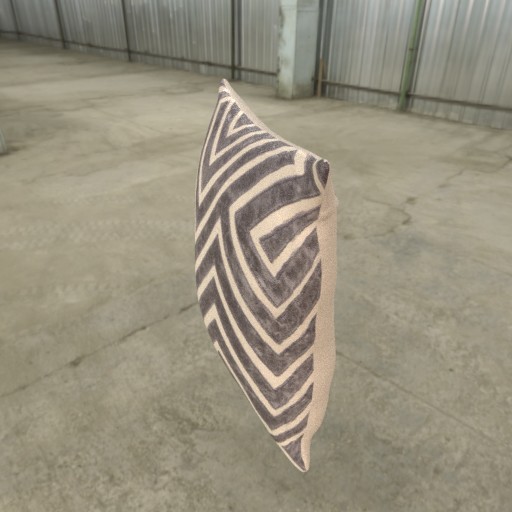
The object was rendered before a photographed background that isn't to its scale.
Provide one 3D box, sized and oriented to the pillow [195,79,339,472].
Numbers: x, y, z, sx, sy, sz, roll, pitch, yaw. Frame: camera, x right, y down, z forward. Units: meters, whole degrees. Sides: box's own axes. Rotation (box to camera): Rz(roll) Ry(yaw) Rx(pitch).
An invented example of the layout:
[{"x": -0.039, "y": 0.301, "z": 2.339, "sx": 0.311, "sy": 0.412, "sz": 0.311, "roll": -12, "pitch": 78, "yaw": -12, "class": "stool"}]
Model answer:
[{"x": 0.000, "y": 0.000, "z": 0.662, "sx": 0.182, "sy": 0.441, "sz": 0.440, "roll": -8, "pitch": 31, "yaw": -13, "class": "pillow"}]
